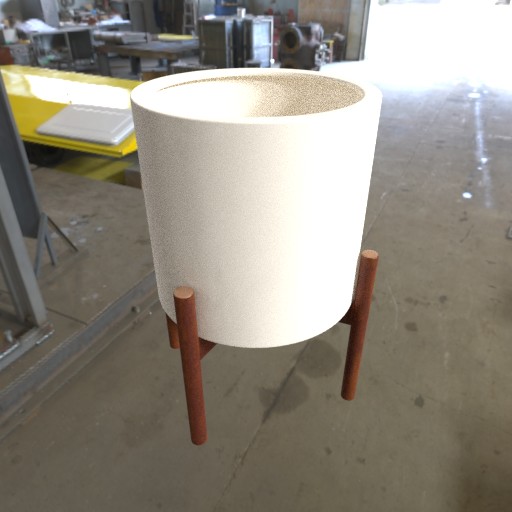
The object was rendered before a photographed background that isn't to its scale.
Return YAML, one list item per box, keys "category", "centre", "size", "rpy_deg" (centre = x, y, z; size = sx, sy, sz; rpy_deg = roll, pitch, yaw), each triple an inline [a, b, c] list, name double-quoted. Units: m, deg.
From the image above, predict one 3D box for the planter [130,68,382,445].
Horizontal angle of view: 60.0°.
- category: "planter"
  centre: [0.000, 0.000, 0.930]
  size: [0.417, 0.670, 0.417]
  rpy_deg: [-10, 33, -16]
